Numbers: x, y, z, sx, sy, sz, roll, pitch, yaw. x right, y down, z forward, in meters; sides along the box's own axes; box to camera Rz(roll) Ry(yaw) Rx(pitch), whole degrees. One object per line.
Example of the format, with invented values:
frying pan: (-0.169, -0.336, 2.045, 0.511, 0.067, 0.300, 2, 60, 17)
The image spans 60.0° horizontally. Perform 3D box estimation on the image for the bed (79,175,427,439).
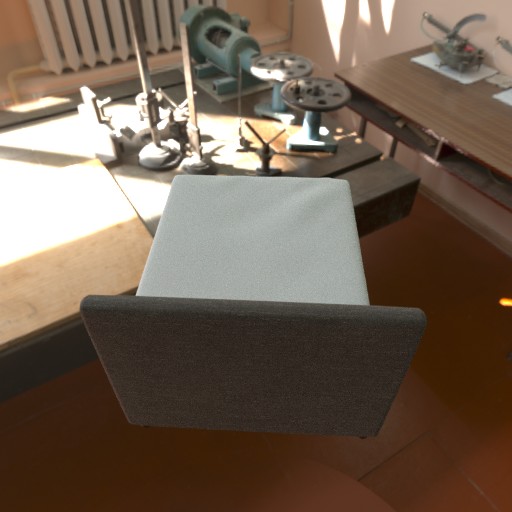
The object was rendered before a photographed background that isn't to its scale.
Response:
bed: (0.000, 0.000, 3.261, 1.723, 1.330, 2.142, 2, 45, 2)
